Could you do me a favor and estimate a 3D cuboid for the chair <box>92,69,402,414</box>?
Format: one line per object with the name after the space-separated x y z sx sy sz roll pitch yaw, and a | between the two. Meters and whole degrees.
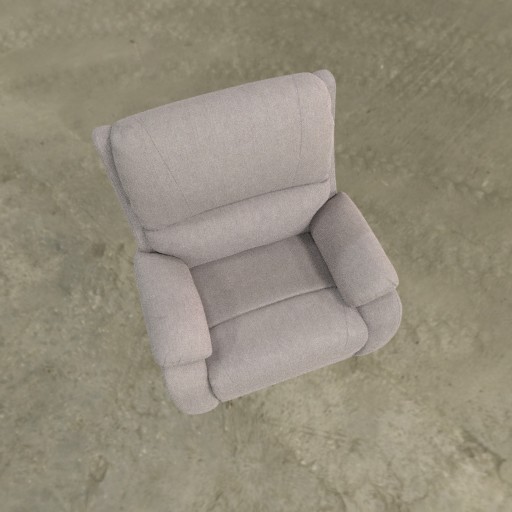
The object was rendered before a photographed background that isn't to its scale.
0.000 0.000 1.719 0.930 1.011 0.899 -17 66 -8 | chair
